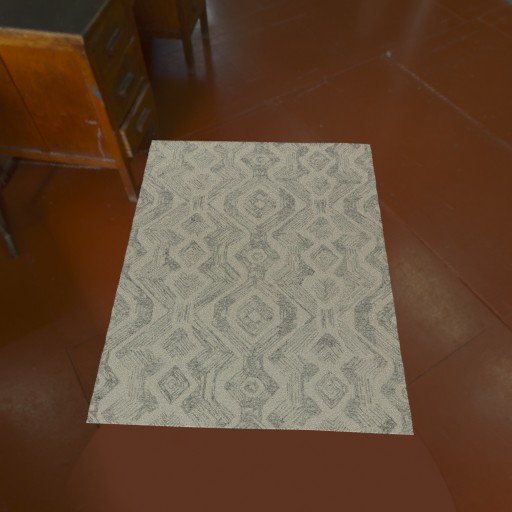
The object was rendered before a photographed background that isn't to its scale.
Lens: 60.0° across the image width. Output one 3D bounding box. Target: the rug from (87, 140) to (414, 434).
[{"bbox_3d":[0.000,0.000,4.106,2.430,0.030,3.054,2,57,1],"label":"rug"}]
